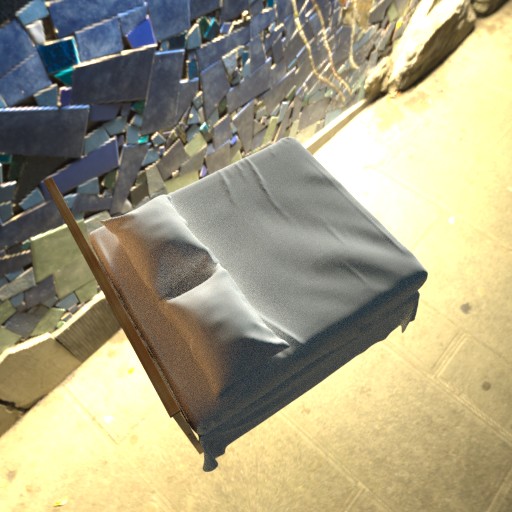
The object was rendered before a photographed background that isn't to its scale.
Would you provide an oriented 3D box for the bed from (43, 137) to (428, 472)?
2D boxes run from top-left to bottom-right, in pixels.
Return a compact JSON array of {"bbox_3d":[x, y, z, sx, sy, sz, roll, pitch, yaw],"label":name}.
[{"bbox_3d":[0.000,0.000,3.142,2.035,1.273,1.870,-29,63,-17],"label":"bed"}]
